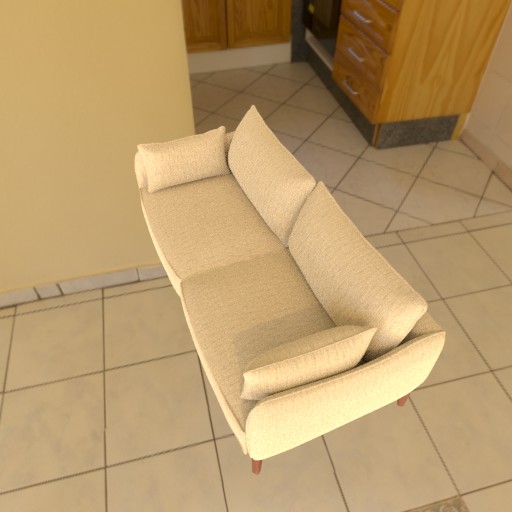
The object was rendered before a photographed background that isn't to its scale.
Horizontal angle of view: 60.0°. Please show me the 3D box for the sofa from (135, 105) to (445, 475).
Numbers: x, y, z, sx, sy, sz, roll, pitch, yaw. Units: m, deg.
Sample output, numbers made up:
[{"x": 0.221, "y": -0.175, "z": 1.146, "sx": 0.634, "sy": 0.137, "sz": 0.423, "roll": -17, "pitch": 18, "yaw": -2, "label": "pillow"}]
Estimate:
[{"x": 0.000, "y": 0.000, "z": 2.532, "sx": 0.991, "sy": 0.860, "sz": 1.989, "roll": -18, "pitch": 49, "yaw": -16, "label": "sofa"}]
